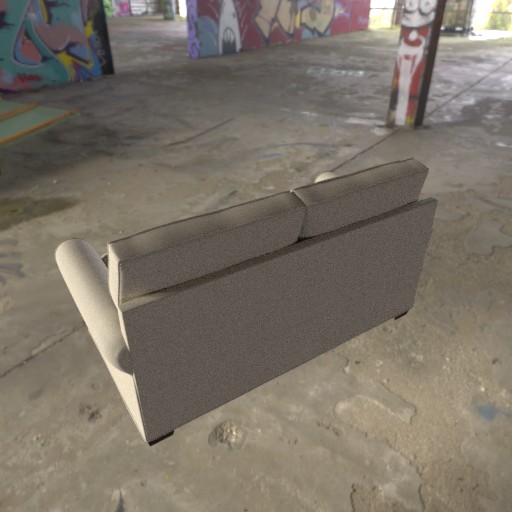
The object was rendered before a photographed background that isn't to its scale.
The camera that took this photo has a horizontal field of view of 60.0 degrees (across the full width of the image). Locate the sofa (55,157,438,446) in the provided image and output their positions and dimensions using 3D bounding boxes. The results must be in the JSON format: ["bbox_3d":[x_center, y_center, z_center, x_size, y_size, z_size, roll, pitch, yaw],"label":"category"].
[{"bbox_3d":[0.000,0.000,2.280,1.774,0.933,0.861,-19,37,-28],"label":"sofa"}]
